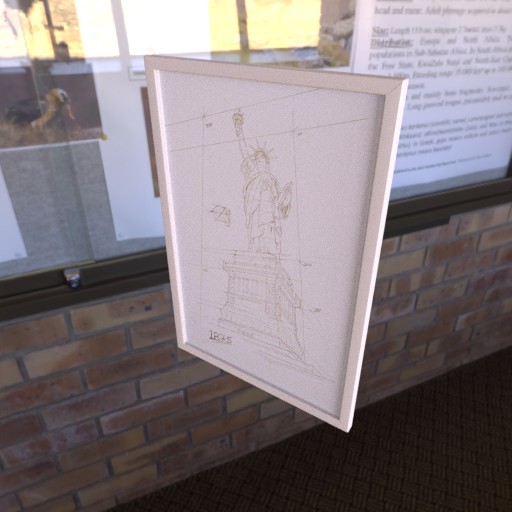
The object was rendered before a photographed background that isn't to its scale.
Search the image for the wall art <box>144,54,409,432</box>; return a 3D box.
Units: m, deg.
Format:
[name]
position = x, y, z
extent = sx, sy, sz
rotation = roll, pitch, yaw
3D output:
[wall art]
position = 0.000, 0.000, 1.482
extent = 0.808, 1.183, 0.038
rotation = 19, 35, 28
